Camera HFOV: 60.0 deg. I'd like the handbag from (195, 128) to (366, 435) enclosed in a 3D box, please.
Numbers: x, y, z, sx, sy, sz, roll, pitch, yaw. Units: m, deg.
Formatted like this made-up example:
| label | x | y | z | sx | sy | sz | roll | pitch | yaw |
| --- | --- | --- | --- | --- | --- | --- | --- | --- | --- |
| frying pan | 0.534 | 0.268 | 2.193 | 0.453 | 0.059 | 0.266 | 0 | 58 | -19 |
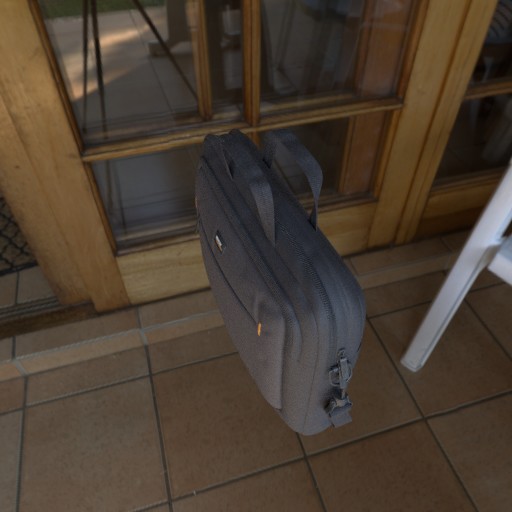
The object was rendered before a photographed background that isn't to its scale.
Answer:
| label | x | y | z | sx | sy | sz | roll | pitch | yaw |
| --- | --- | --- | --- | --- | --- | --- | --- | --- | --- |
| handbag | 0.000 | 0.000 | 0.434 | 0.089 | 0.244 | 0.320 | -17 | 49 | -15 |
